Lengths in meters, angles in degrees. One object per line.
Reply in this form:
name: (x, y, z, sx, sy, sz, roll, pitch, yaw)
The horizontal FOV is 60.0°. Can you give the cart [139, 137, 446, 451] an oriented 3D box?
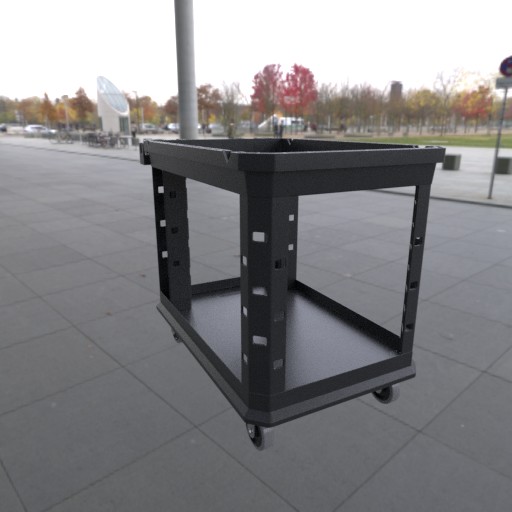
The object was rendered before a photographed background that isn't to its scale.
cart: (0.000, 0.000, 1.770, 0.674, 0.884, 1.239, -9, 19, -26)
